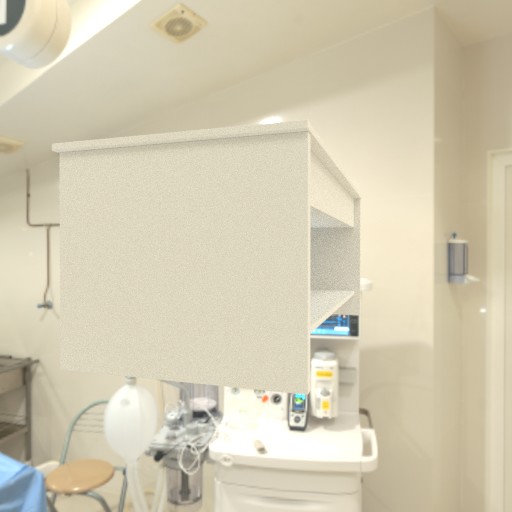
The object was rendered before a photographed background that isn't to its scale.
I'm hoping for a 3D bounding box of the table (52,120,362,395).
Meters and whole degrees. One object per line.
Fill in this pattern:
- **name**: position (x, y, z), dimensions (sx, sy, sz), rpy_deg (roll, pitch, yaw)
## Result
- **table**: position (0.000, 0.000, 1.253), dimensions (0.500, 0.441, 1.000), rpy_deg (0, 1, 18)
